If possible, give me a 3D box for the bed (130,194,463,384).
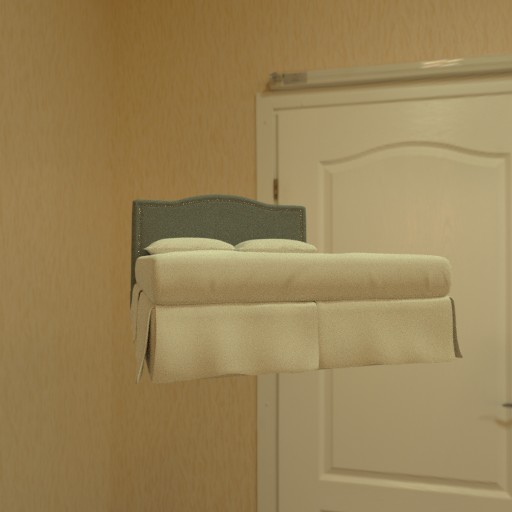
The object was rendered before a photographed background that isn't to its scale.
[{"bbox_3d":[0.000,0.000,3.949,2.161,1.457,2.689,0,-1,-17],"label":"bed"}]
